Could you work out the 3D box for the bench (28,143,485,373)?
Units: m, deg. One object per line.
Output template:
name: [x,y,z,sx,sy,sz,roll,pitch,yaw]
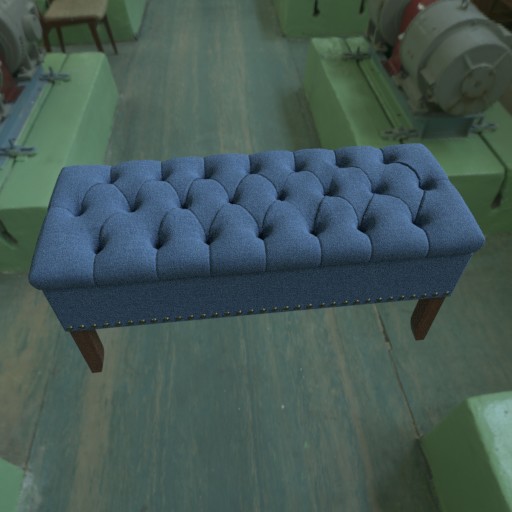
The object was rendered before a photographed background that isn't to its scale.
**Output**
bench: [0.000,0.000,1.290,1.052,0.492,0.417,-5,47,-4]
